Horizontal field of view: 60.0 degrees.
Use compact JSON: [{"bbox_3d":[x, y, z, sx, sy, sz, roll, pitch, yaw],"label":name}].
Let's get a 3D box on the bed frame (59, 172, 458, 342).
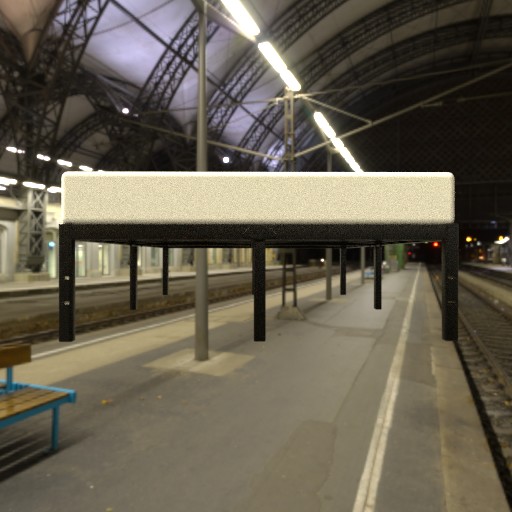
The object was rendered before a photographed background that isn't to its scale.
[{"bbox_3d":[0.000,0.000,2.738,1.557,0.659,2.072,0,0,-1],"label":"bed frame"}]
